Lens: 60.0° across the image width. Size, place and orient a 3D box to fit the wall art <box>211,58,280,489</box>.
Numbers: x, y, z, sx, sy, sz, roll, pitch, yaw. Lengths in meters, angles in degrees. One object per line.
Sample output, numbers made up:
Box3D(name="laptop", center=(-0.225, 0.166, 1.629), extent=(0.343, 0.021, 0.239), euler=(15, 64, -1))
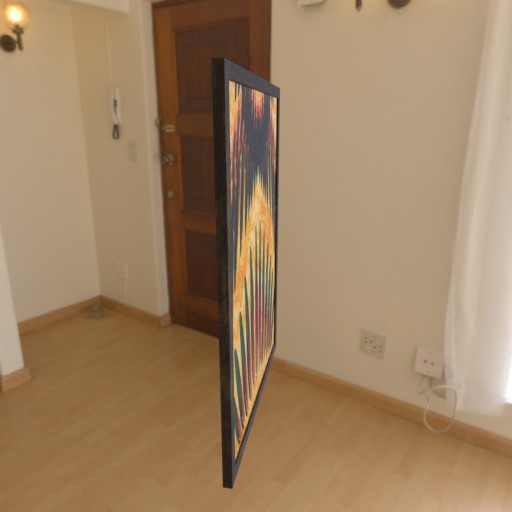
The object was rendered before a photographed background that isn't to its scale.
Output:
Box3D(name="wall art", center=(0.000, 0.000, 1.422), extent=(0.029, 1.066, 0.812), euler=(3, 17, 10))
